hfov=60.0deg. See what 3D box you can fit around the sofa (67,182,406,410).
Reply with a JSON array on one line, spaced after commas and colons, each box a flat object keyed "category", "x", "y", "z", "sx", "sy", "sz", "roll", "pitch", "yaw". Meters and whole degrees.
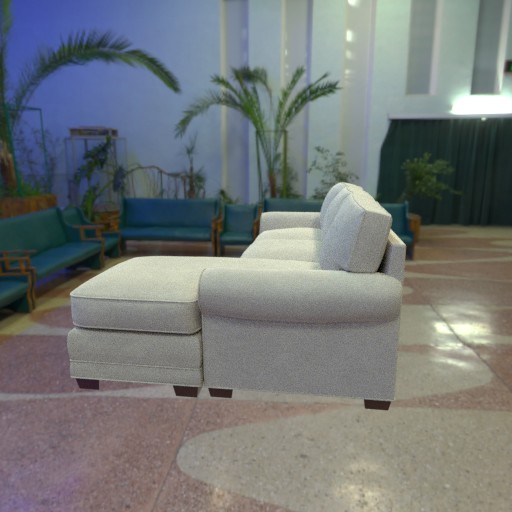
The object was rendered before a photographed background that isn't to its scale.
[{"category": "sofa", "x": 0.000, "y": 0.000, "z": 2.356, "sx": 1.226, "sy": 0.734, "sz": 1.770, "roll": 2, "pitch": 13, "yaw": 8}]
